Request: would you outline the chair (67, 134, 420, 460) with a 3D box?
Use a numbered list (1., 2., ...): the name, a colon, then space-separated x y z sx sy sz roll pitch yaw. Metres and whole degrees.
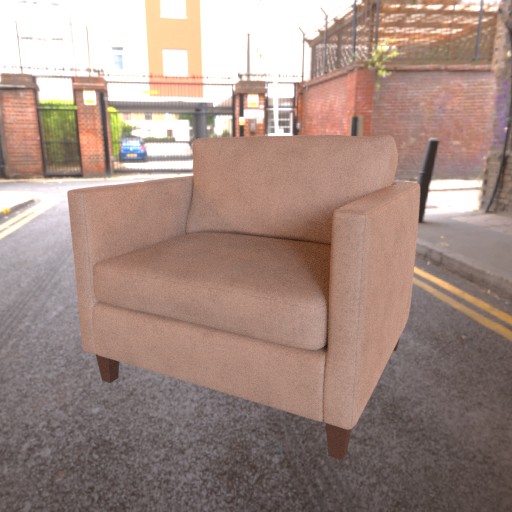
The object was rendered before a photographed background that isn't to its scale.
1. chair: 0.000 0.000 1.813 1.133 0.961 0.959 8 16 27
